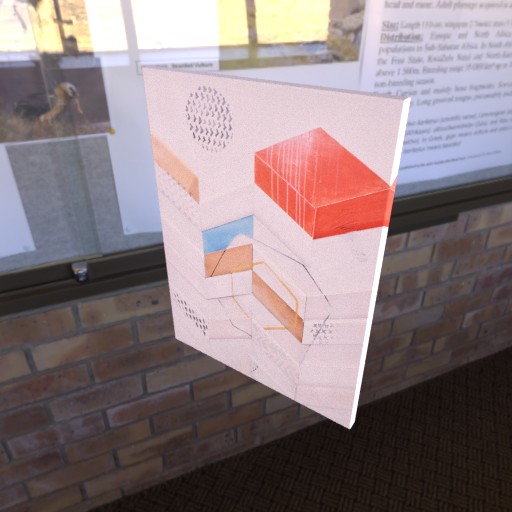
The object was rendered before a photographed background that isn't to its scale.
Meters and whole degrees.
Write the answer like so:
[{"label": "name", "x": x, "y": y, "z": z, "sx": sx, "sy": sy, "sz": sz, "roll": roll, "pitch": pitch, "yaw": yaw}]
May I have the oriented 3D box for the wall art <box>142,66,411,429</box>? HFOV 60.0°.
[{"label": "wall art", "x": 0.000, "y": 0.000, "z": 1.352, "sx": 0.759, "sy": 1.014, "sz": 0.045, "roll": 20, "pitch": 36, "yaw": 29}]
